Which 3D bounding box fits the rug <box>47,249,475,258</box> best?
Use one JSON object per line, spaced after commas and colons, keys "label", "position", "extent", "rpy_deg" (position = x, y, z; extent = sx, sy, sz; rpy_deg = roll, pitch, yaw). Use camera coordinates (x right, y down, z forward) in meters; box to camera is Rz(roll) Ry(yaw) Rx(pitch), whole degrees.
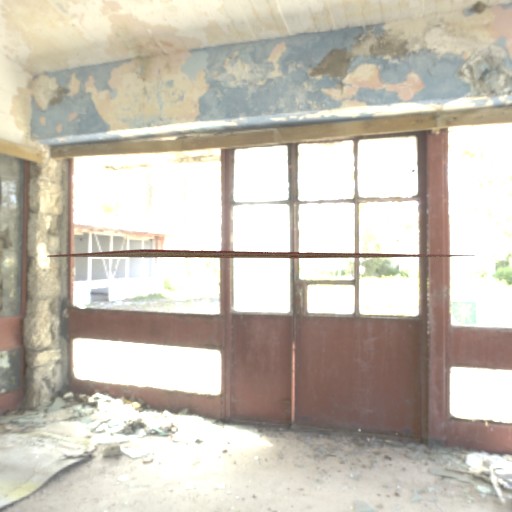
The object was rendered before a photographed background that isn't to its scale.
{"label": "rug", "position": [0.000, 0.000, 4.005], "extent": [3.053, 0.013, 2.387], "rpy_deg": [1, -1, -35]}
